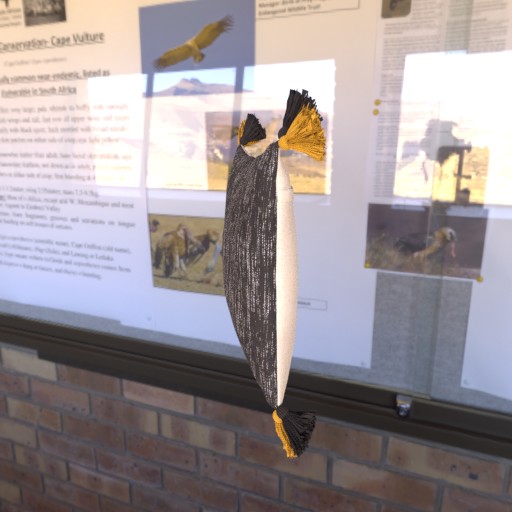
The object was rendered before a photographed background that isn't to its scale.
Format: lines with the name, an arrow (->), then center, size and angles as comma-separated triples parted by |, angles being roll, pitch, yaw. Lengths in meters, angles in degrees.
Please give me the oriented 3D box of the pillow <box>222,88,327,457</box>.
pillow -> 0.000, 0.000, 0.991 | 0.139, 0.659, 0.654 | -2, 14, -9
